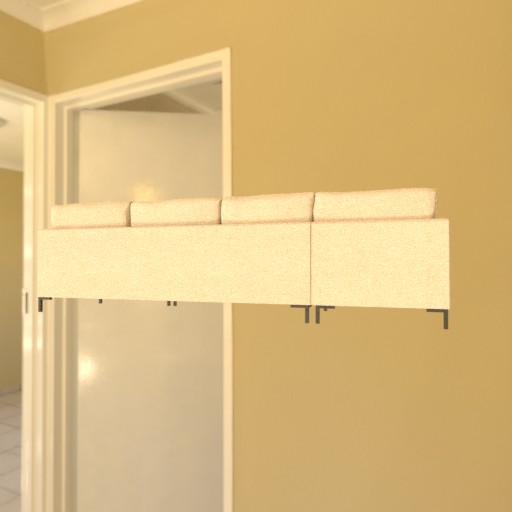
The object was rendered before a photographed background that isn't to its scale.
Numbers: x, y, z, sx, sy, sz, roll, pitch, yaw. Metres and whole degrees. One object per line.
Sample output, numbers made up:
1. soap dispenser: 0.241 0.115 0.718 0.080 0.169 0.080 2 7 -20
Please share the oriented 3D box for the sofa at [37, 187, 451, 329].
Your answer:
1. sofa: 0.000 0.000 4.362 3.384 0.996 2.048 0 -1 18
